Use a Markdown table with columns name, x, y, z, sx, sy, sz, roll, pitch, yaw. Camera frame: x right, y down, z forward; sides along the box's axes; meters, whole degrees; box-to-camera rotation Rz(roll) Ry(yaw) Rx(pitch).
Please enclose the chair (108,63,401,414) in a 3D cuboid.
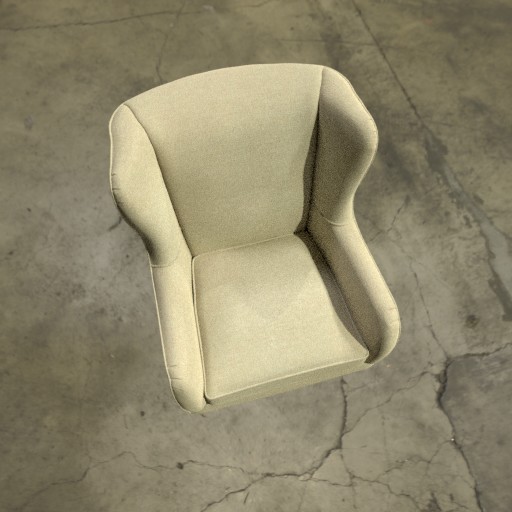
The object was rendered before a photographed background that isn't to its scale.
| name | x | y | z | sx | sy | sz | roll | pitch | yaw |
| --- | --- | --- | --- | --- | --- | --- | --- | --- | --- |
| chair | 0.000 | 0.000 | 1.732 | 0.838 | 1.040 | 0.966 | -13 | 63 | -7 |
